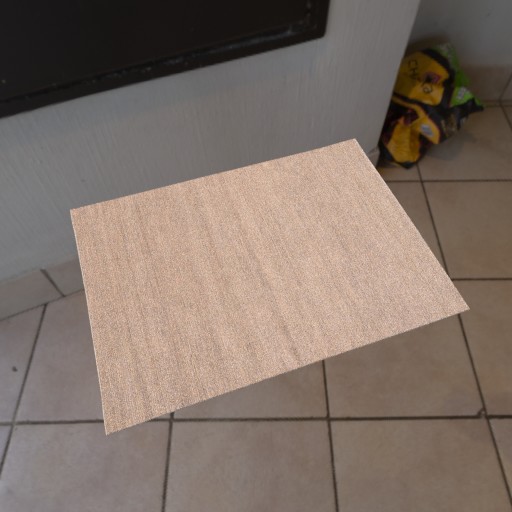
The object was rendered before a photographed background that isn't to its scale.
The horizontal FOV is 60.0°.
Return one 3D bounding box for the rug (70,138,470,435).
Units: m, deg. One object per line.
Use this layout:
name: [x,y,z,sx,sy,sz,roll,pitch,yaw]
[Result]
rug: [0.000,0.000,2.961,2.264,0.030,1.624,-16,58,-10]
